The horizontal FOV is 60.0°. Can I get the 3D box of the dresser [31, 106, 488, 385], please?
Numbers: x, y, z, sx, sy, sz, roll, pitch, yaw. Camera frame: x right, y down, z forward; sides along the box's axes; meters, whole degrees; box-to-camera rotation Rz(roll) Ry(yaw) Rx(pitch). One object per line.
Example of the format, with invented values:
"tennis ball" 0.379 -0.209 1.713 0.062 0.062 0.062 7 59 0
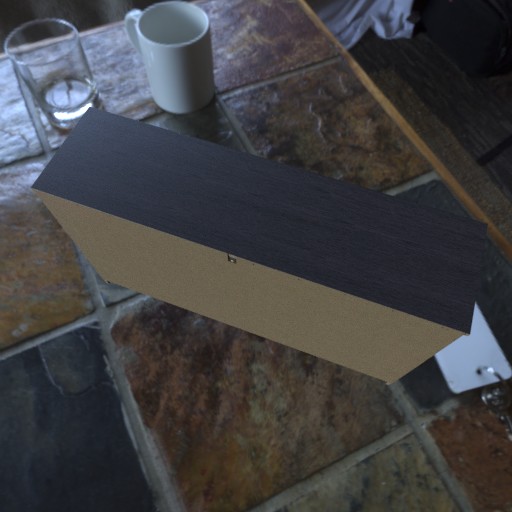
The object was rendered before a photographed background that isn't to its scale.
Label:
"dresser" 0.000 0.000 1.703 1.360 0.755 0.401 18 65 9
